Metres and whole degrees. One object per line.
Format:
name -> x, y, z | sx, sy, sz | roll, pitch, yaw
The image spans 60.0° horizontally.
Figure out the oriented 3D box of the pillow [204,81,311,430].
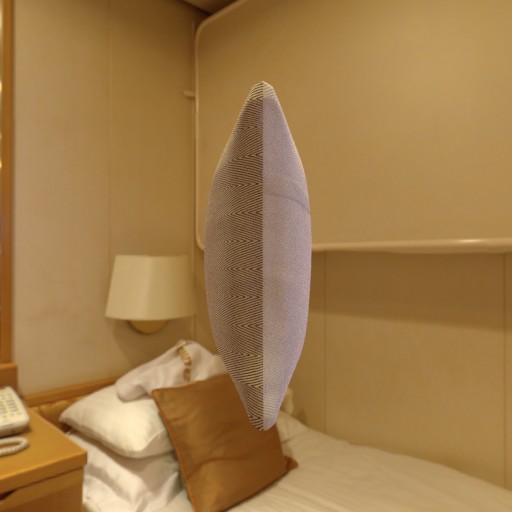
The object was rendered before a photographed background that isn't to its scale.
pillow -> 0.000, 0.000, 0.630 | 0.139, 0.305, 0.506 | 0, 0, -1
